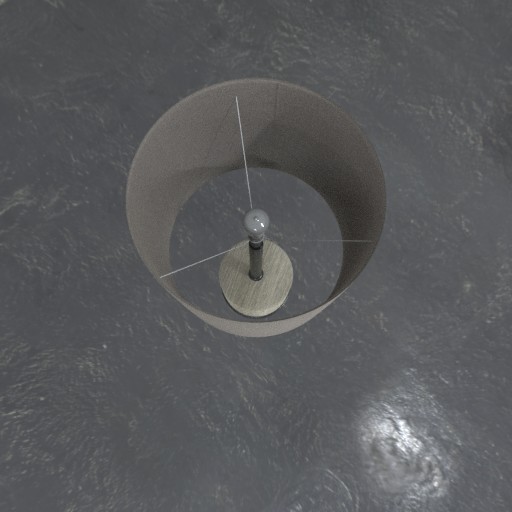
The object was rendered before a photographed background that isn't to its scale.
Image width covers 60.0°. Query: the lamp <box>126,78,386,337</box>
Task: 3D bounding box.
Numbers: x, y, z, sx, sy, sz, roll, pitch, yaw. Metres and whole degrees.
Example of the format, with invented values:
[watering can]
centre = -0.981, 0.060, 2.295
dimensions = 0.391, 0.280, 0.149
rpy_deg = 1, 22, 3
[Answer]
[lamp]
centre = 0.000, 0.000, 0.614
dimensions = 0.229, 0.470, 0.229
rpy_deg = 19, 77, 5
